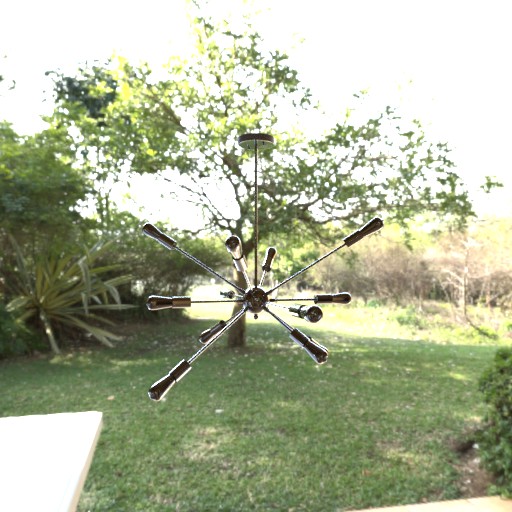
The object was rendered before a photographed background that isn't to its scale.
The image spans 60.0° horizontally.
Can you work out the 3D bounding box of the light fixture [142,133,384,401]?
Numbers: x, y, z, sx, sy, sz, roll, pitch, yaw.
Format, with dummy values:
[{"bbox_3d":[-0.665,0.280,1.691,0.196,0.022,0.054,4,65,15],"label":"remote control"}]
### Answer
[{"bbox_3d":[0.000,0.000,1.044,0.509,0.558,0.684,1,-2,-17],"label":"light fixture"}]
